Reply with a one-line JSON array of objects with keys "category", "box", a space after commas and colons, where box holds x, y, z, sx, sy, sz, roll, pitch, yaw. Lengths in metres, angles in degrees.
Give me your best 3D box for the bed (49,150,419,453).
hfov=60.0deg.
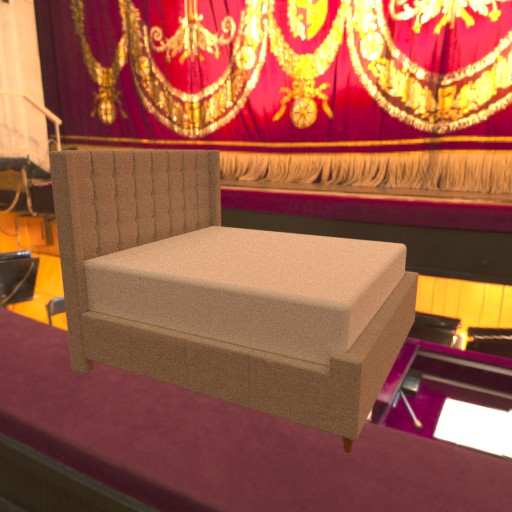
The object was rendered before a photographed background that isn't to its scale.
[{"category": "bed", "box": [0.000, 0.000, 3.753, 2.370, 1.743, 2.045, 7, 15, 27]}]
